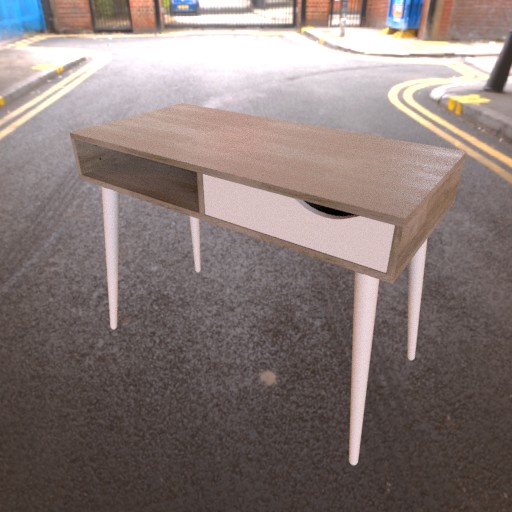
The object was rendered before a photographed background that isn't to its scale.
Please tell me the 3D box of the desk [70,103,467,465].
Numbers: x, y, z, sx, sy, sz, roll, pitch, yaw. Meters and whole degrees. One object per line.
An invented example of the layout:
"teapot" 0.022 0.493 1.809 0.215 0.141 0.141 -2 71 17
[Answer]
"desk" 0.000 0.000 1.386 0.979 0.723 0.491 20 36 29
